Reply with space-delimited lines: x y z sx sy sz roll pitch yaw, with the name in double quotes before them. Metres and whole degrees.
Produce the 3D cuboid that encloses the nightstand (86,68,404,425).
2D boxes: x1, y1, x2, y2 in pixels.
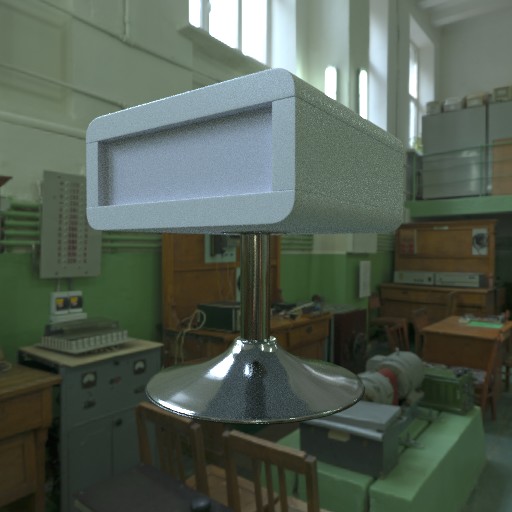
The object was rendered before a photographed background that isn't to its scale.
"nightstand" 0.000 0.000 0.780 0.399 0.447 0.404 1 1 36
